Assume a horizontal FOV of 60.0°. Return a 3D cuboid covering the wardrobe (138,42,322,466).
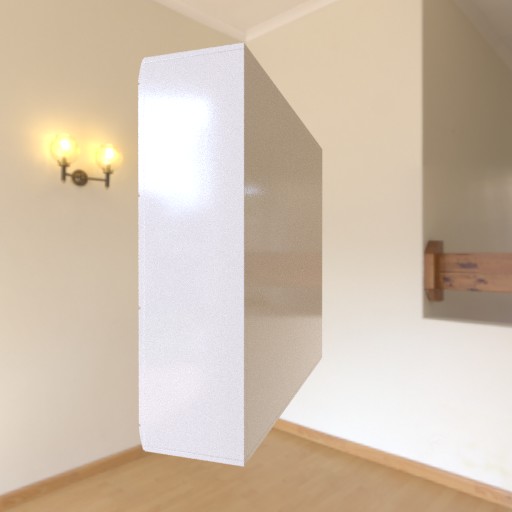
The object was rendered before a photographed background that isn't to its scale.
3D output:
[{"bbox_3d":[0.000,0.000,1.931,0.360,1.200,1.340,0,1,18],"label":"wardrobe"}]
